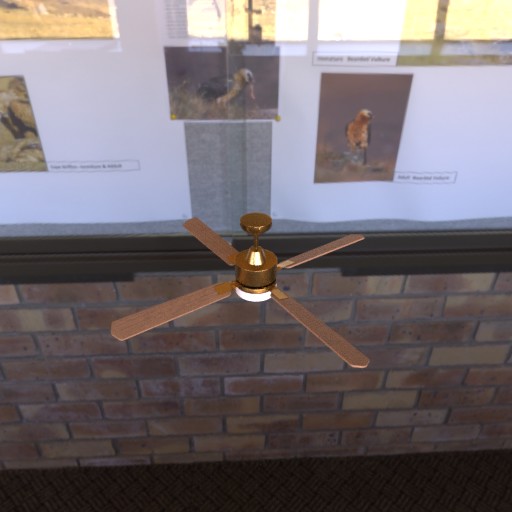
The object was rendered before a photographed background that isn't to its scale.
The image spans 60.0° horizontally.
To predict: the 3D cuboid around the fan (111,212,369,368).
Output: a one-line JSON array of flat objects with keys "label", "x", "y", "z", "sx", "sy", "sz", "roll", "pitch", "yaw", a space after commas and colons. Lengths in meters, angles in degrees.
[{"label": "fan", "x": 0.000, "y": 0.000, "z": 1.925, "sx": 1.320, "sy": 0.355, "sz": 1.320, "roll": -20, "pitch": 37, "yaw": -29}]
